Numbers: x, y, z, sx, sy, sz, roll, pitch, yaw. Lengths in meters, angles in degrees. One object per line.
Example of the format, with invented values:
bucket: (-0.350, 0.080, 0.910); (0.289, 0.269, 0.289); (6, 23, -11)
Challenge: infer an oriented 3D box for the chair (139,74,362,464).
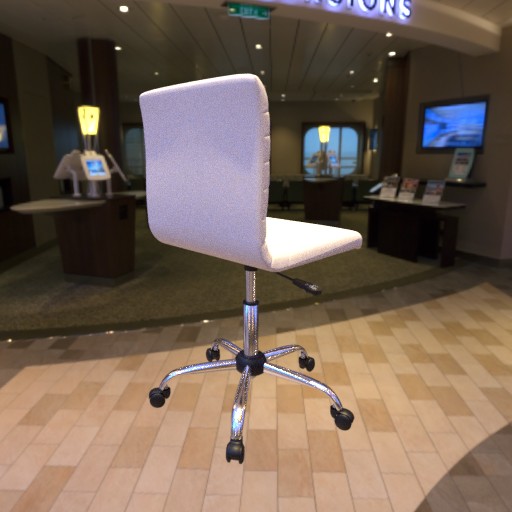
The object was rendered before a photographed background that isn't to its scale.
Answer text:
chair: (0.000, 0.000, 1.065); (0.455, 0.750, 0.520); (-12, 18, -42)
